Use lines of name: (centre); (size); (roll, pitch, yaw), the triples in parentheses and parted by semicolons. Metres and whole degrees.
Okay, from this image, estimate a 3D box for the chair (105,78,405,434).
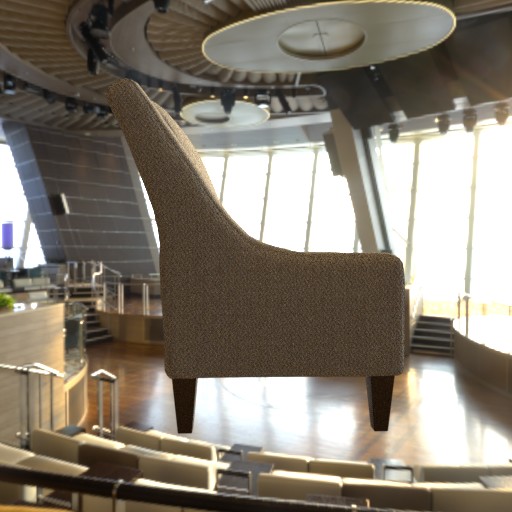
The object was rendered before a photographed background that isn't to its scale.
chair: (0.000, 0.000, 1.625); (0.870, 1.014, 0.774); (0, 1, -2)
